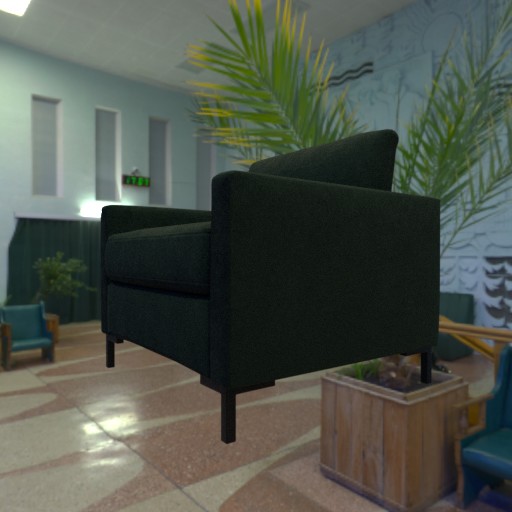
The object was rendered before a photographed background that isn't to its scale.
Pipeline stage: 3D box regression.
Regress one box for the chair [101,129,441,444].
[{"bbox_3d":[0.000,0.000,1.601,0.866,0.861,0.963,0,0,-36],"label":"chair"}]
